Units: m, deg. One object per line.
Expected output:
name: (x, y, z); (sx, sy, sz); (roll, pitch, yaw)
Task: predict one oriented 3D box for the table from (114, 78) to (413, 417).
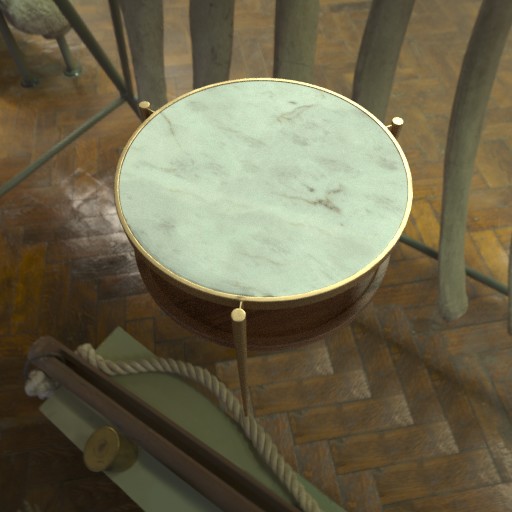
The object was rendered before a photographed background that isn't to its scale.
table: (0.000, 0.000, 0.843); (0.456, 0.493, 0.430); (32, 63, 18)
